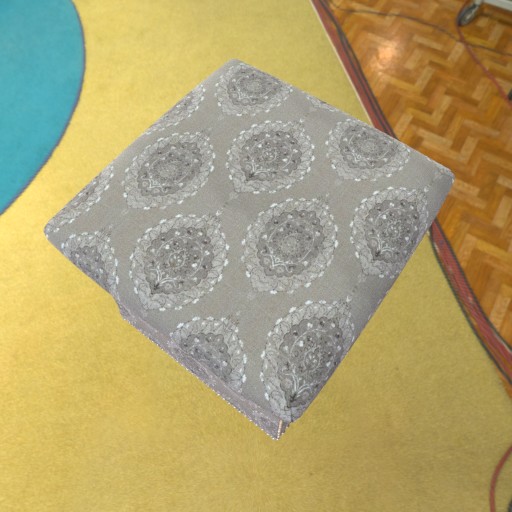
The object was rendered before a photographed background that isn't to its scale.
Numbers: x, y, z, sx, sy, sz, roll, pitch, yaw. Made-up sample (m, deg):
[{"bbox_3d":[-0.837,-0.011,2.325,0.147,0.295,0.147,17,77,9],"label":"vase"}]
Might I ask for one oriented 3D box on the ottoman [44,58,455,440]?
[{"bbox_3d":[0.000,0.000,0.888,0.497,0.473,0.507,34,68,16],"label":"ottoman"}]
